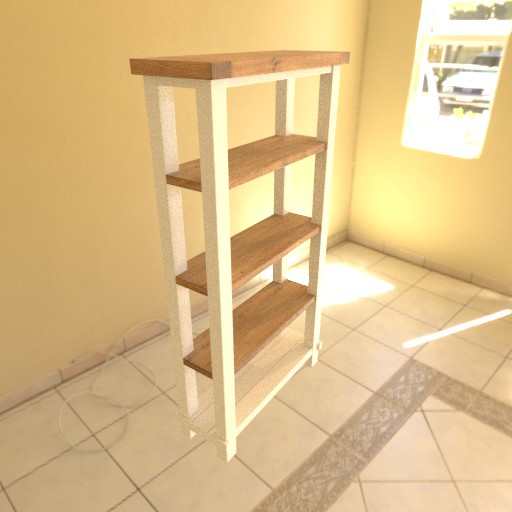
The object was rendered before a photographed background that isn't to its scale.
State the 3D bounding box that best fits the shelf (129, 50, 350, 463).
[{"bbox_3d":[0.000,0.000,2.269,0.381,1.878,1.022,18,32,31],"label":"shelf"}]
